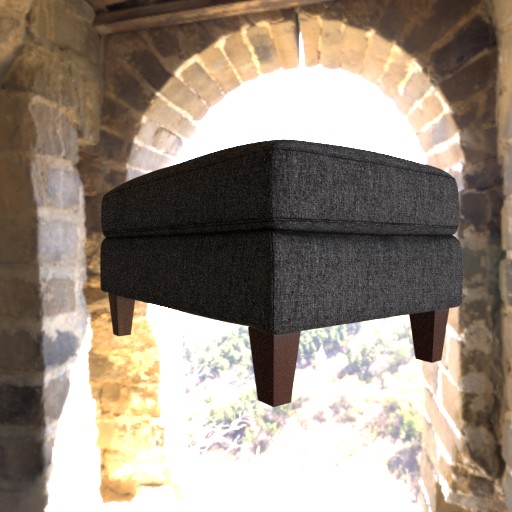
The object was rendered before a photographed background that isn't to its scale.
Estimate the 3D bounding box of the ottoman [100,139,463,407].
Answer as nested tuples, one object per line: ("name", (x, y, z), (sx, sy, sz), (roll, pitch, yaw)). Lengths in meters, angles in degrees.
("ottoman", (0.000, 0.000, 1.188), (0.584, 0.483, 0.864), (-1, 1, -37))
